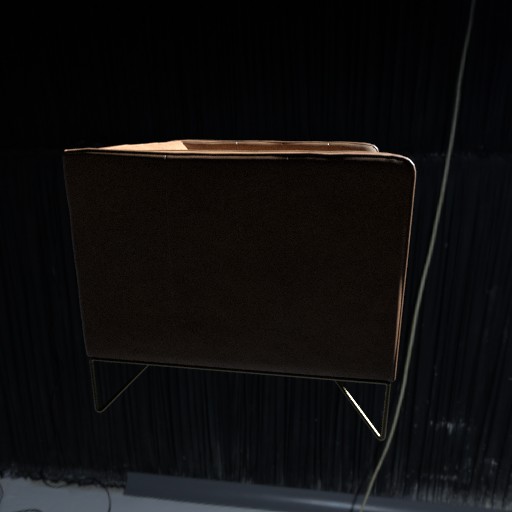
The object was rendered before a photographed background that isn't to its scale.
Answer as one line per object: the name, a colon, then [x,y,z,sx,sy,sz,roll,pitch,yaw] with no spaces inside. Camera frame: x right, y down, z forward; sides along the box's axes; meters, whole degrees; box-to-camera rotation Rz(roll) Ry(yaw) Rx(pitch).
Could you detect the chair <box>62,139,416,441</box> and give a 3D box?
chair: [0.000,0.000,1.617,0.912,0.797,0.920,2,16,8]
